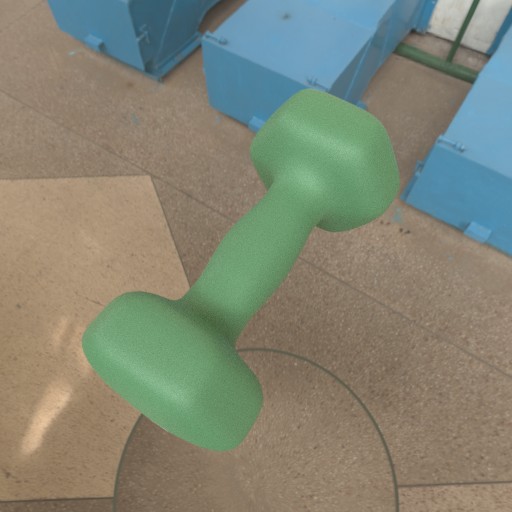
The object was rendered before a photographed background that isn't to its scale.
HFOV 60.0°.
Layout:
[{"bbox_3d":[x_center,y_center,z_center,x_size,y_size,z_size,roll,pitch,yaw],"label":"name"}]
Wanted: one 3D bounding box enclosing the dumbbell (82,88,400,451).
[{"bbox_3d":[0.000,0.000,0.320,0.126,0.114,0.257,31,67,15],"label":"dumbbell"}]
